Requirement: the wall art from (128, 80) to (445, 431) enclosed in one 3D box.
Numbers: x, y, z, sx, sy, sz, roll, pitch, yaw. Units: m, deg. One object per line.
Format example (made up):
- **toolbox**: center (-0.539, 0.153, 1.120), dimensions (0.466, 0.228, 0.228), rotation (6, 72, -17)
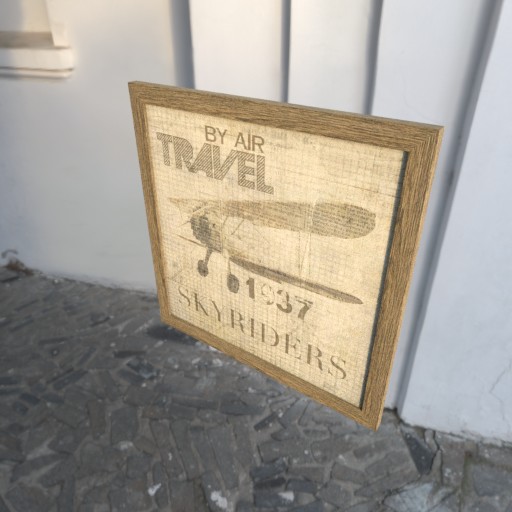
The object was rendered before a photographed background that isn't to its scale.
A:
- **wall art**: center (0.000, 0.000, 0.749), dimensions (0.508, 0.508, 0.019), rotation (20, 36, 29)
